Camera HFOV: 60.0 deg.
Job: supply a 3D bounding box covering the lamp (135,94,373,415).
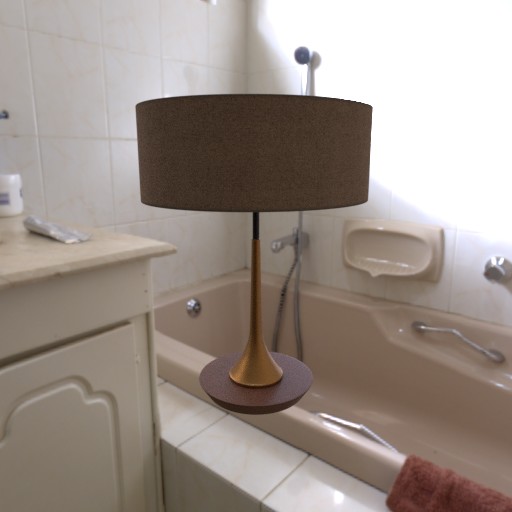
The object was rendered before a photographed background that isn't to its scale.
[{"bbox_3d":[0.000,0.000,0.840,0.396,0.551,0.417,12,17,41],"label":"lamp"}]
